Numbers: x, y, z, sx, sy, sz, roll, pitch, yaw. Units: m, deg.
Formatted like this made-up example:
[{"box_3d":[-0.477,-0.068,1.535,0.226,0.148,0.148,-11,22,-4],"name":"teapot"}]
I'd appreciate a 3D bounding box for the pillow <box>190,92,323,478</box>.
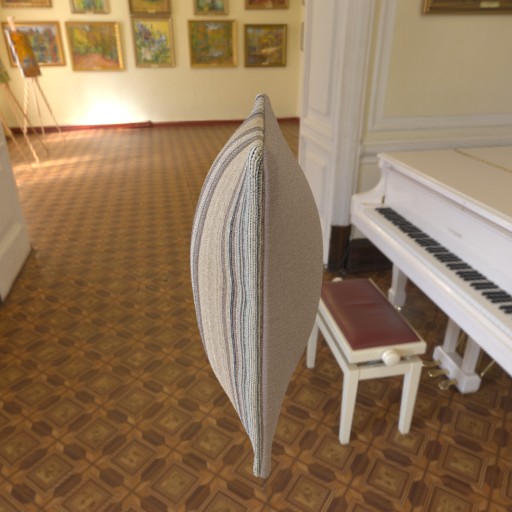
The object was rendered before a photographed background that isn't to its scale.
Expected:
[{"box_3d":[0.000,0.000,0.656,0.189,0.416,0.435,0,26,1],"name":"pillow"}]
